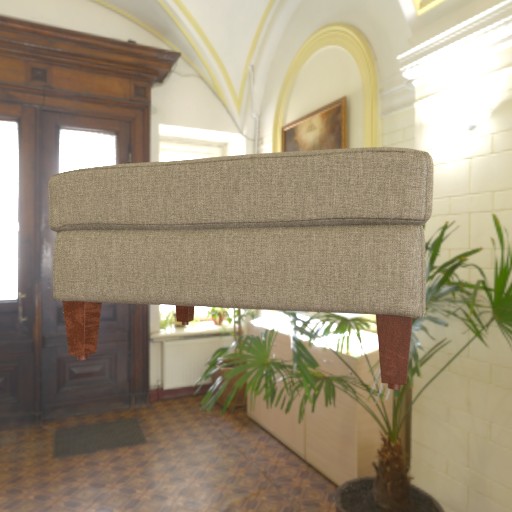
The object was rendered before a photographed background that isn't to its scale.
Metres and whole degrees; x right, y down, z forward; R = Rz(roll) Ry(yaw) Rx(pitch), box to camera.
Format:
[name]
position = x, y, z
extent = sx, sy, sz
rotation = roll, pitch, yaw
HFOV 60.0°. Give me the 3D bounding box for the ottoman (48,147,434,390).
[ottoman]
position = 0.000, 0.000, 1.206
extent = 0.873, 0.494, 0.639
rotation = 0, 1, 18
